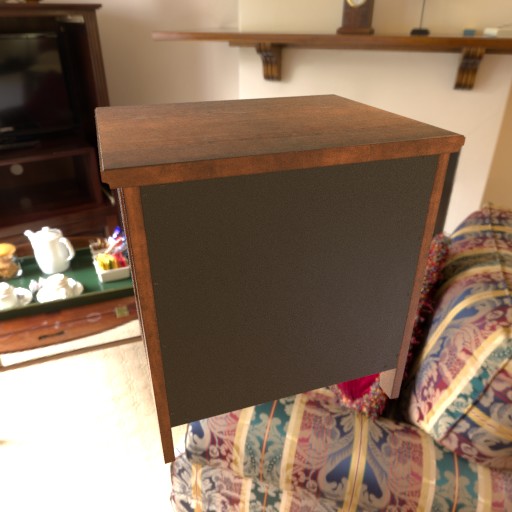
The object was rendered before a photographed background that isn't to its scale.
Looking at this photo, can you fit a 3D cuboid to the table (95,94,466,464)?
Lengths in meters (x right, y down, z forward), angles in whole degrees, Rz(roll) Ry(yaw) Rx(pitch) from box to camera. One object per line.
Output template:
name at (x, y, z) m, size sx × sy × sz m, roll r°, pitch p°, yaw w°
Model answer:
table at (0.000, 0.000, 0.991) m, size 0.586 × 0.597 × 0.461 m, roll -9°, pitch 30°, yaw -17°
